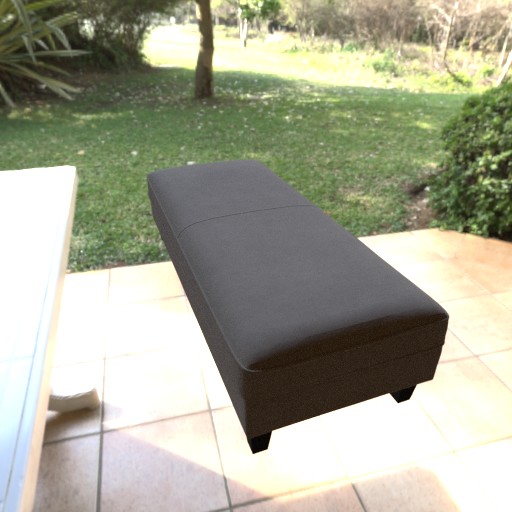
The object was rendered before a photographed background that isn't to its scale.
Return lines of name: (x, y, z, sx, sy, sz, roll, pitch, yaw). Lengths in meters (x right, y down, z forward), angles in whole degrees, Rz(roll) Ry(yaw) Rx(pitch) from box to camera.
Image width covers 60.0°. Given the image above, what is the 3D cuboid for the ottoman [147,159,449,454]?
ottoman: (0.000, 0.000, 2.044, 0.735, 0.460, 1.726, -11, 31, -18)
